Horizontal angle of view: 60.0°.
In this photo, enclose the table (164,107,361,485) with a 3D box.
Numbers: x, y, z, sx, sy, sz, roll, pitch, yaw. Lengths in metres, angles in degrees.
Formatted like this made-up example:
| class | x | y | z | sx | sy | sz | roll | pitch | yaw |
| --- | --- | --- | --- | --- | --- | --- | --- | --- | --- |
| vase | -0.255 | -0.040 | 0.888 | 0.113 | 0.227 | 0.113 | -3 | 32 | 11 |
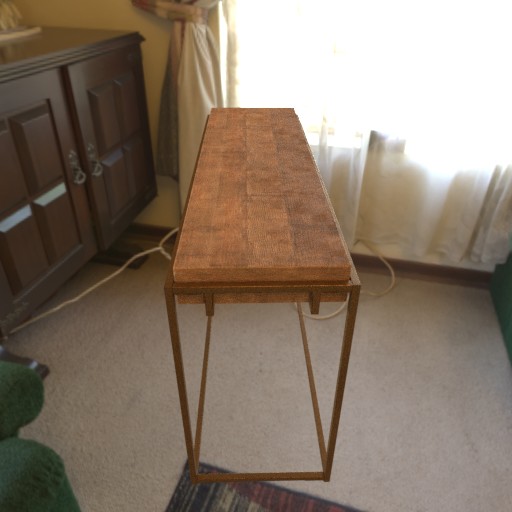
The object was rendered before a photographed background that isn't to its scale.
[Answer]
| class | x | y | z | sx | sy | sz | roll | pitch | yaw |
| --- | --- | --- | --- | --- | --- | --- | --- | --- | --- |
| table | 0.000 | 0.000 | 1.776 | 0.440 | 0.820 | 1.400 | -1 | 33 | -1 |
